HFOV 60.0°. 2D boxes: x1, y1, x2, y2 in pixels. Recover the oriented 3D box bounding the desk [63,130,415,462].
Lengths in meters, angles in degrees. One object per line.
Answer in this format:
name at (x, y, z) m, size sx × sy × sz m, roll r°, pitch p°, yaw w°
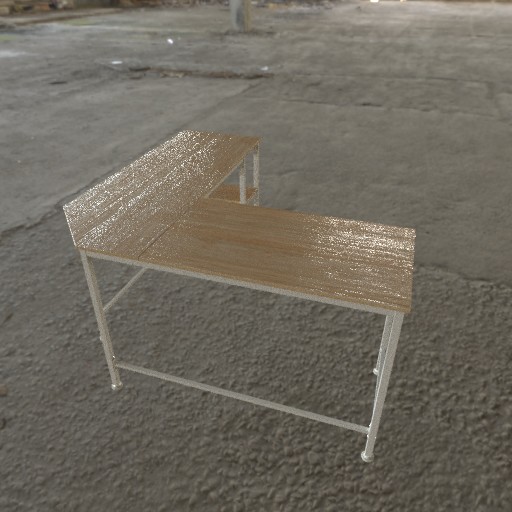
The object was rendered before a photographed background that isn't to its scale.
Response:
desk at (0.000, 0.000, 2.188) m, size 1.379 × 0.739 × 1.379 m, roll 10°, pitch 34°, yaw 15°
